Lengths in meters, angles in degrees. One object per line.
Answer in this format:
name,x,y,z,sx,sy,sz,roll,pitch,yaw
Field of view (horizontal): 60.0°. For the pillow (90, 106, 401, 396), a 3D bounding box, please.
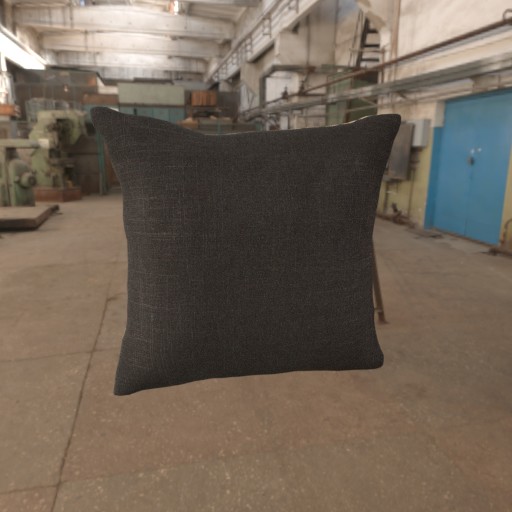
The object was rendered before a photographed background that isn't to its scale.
pillow,0.000,0.000,0.704,0.468,0.444,0.138,-3,14,-11
